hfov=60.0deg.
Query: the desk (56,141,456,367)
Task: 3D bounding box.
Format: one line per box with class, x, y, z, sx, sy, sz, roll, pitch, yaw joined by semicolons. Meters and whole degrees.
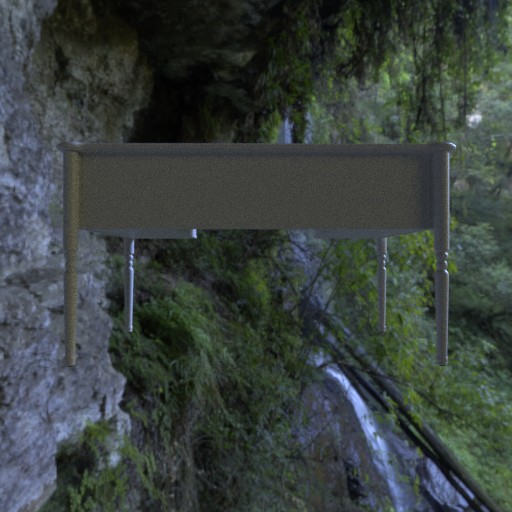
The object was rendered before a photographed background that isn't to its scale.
desk;0.000;0.000;1.882;1.380;0.762;0.807;0;-1;0
